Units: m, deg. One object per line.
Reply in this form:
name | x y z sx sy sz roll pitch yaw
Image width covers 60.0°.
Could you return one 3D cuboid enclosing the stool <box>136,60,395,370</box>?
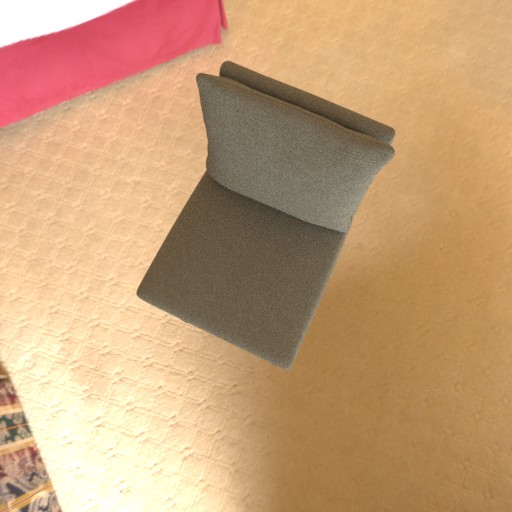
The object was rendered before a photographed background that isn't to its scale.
stool | 0.000 0.000 1.410 0.463 1.132 0.569 25 77 6
